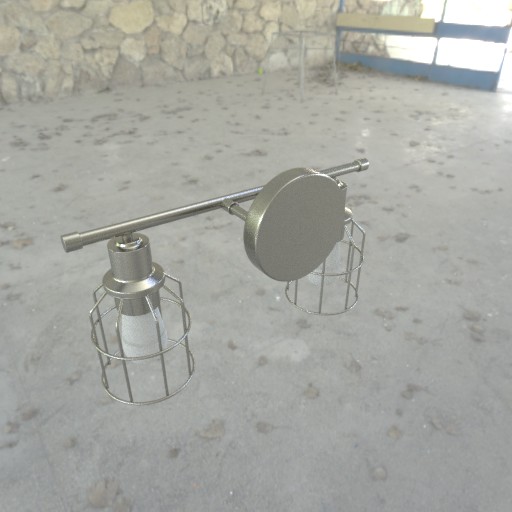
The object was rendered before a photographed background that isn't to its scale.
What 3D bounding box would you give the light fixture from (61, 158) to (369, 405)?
[{"bbox_3d":[0.000,0.000,0.534,0.406,0.254,0.165,-19,35,-30],"label":"light fixture"}]
